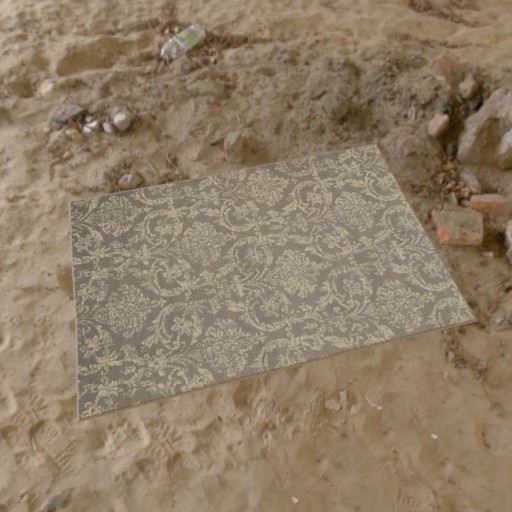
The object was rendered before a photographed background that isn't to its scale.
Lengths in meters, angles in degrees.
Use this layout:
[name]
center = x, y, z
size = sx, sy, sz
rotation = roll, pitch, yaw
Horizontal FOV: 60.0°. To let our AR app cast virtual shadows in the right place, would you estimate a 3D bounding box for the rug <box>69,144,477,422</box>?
[rug]
center = 0.000, 0.000, 3.403
size = 2.746, 0.018, 1.819
rotation = -12, 58, -8
